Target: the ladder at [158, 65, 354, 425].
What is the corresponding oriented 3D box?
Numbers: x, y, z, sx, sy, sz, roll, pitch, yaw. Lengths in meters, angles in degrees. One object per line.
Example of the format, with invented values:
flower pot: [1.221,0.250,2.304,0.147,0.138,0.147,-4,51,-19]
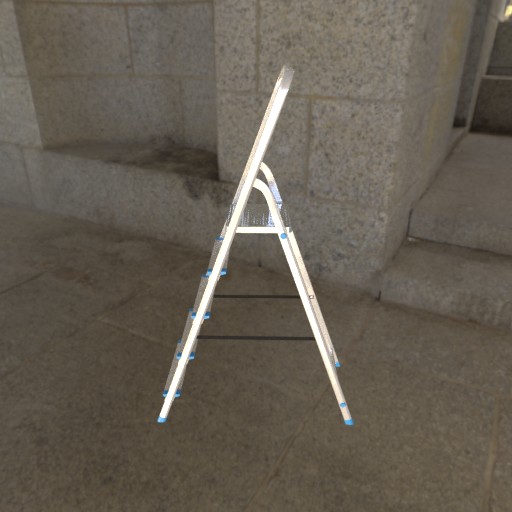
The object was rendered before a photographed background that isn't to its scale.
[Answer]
ladder: [0.000,0.000,2.085,0.990,1.648,0.468,0,26,1]
